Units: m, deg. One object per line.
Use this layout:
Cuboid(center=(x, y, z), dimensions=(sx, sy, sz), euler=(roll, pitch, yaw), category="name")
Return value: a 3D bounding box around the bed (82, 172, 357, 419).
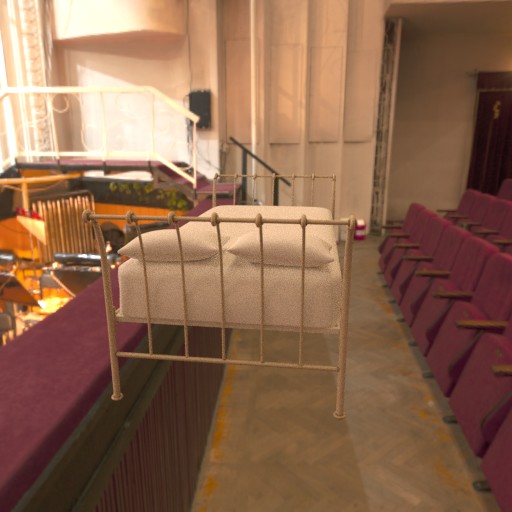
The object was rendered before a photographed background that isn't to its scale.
Cuboid(center=(0.000, 0.000, 2.749), dimensions=(1.032, 0.873, 2.228), euler=(2, 14, 8), category="bed")
